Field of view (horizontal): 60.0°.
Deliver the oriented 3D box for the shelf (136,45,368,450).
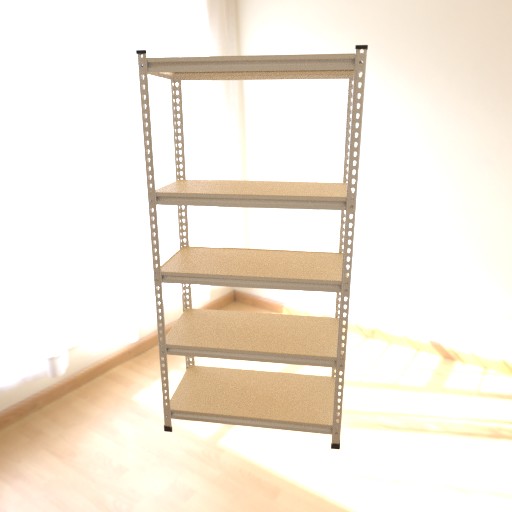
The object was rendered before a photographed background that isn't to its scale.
[{"bbox_3d":[0.000,0.000,2.201,0.914,1.829,0.457,3,18,8],"label":"shelf"}]
